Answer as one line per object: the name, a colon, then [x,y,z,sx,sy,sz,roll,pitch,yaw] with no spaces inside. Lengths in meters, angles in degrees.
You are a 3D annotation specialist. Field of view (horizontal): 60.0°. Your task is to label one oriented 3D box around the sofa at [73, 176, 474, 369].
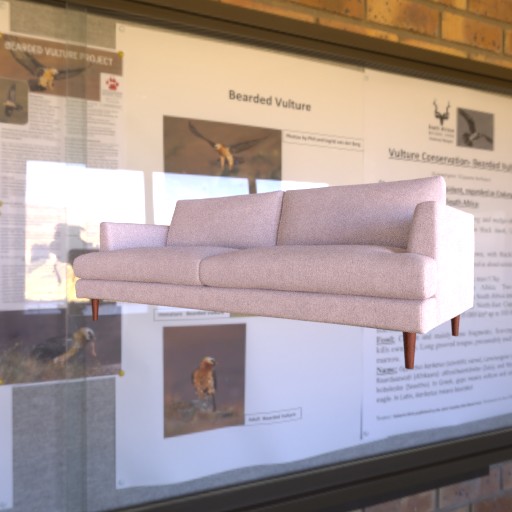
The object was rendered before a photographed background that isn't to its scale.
sofa: [0.000,0.000,2.673,2.250,0.868,1.020,0,1,36]
